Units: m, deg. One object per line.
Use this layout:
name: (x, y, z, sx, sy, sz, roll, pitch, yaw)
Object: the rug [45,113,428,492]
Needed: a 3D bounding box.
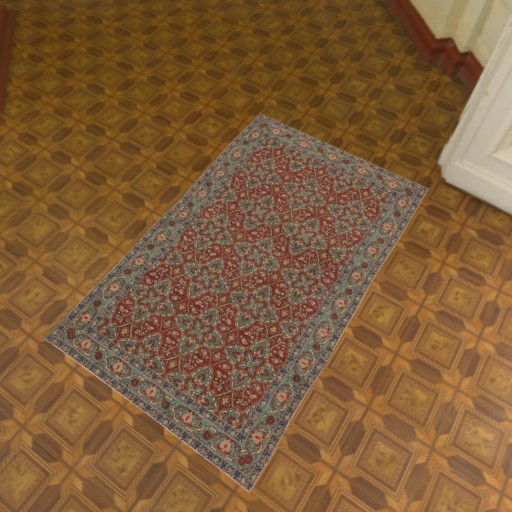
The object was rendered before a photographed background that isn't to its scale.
rug: (0.000, 0.000, 3.048, 1.533, 0.011, 2.439, 29, 63, 17)
